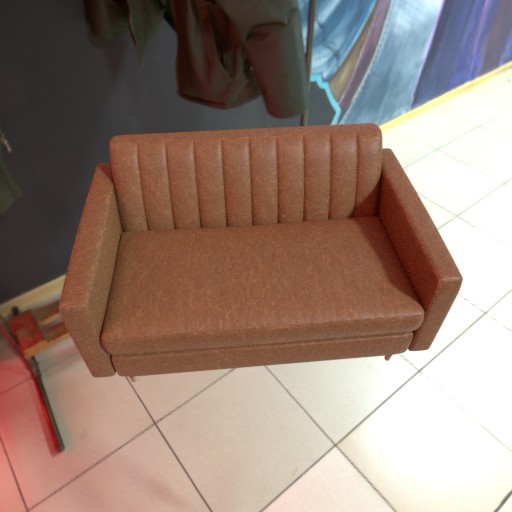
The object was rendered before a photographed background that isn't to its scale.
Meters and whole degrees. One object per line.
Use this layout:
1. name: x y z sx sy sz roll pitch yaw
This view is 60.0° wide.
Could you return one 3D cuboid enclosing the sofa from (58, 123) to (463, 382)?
1. sofa: 0.000 0.000 2.115 1.549 0.820 0.960 -4 46 -4
